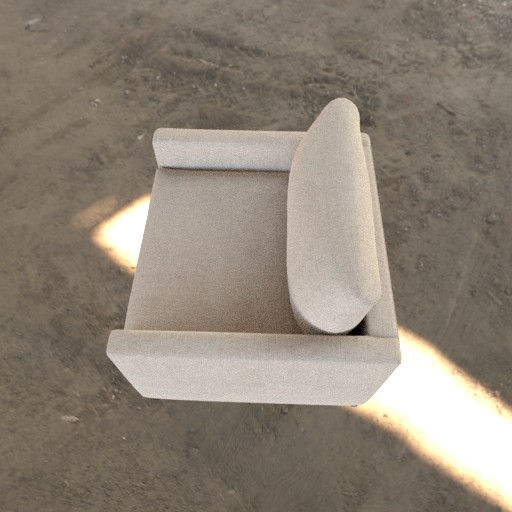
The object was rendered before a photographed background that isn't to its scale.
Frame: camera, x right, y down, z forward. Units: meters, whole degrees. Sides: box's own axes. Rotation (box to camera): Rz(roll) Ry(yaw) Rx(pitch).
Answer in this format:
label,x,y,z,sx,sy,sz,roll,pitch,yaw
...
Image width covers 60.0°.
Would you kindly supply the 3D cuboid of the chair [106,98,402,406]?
label,x,y,z,sx,sy,sz,roll,pitch,yaw
chair,0.000,0.000,1.658,0.866,0.861,0.963,2,58,1
